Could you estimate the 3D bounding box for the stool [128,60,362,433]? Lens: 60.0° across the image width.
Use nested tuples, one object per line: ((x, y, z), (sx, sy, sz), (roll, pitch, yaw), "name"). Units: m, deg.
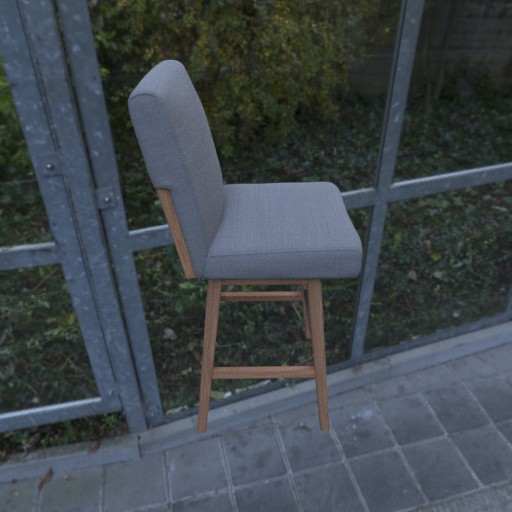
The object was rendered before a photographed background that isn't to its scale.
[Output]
((0.000, 0.000, 1.409), (0.570, 1.112, 0.483), (0, 33, -1), "stool")
